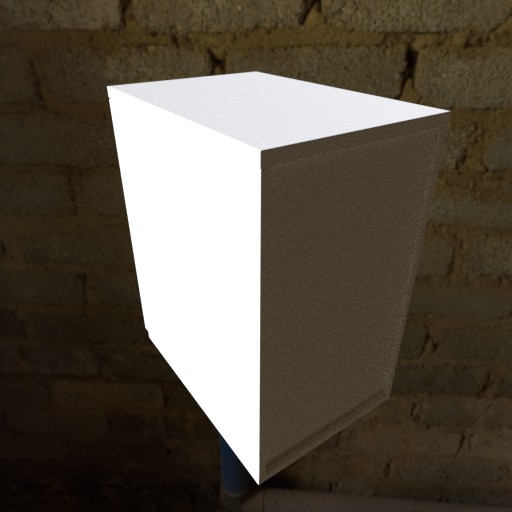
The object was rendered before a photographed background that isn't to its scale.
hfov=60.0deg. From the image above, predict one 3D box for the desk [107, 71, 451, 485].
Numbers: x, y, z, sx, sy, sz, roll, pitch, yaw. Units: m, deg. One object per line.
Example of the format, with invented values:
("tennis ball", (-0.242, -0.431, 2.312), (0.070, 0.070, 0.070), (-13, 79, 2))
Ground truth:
("desk", (0.000, 0.000, 1.062), (0.404, 0.730, 0.600), (-19, 35, -30))
